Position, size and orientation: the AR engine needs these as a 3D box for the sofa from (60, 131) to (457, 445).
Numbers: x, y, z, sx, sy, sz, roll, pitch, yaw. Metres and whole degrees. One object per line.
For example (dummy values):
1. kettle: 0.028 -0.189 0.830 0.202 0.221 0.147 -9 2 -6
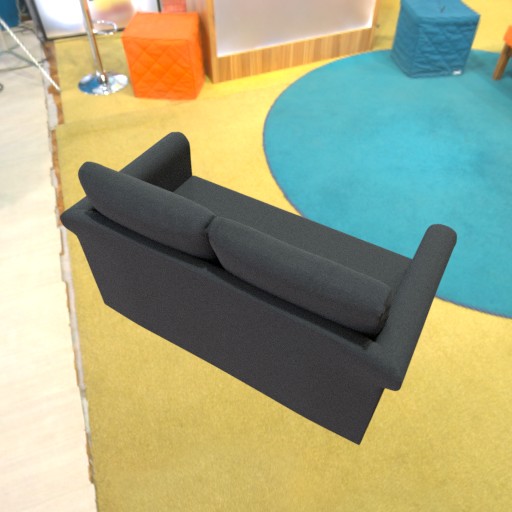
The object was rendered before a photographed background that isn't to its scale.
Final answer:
1. sofa: 0.000 0.000 1.928 1.460 0.872 0.741 24 52 20
